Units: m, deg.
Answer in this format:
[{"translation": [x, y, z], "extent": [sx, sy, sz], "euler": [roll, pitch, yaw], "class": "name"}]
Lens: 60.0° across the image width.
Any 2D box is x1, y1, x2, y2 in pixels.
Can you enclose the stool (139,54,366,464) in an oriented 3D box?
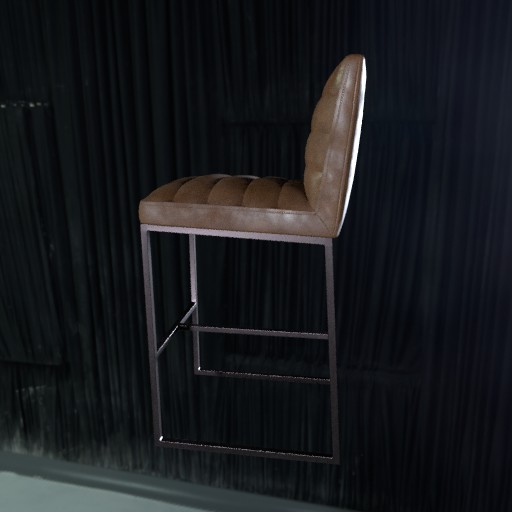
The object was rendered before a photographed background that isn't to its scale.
[{"translation": [0.000, 0.000, 1.343], "extent": [0.562, 1.065, 0.463], "euler": [2, 15, 8], "class": "stool"}]
